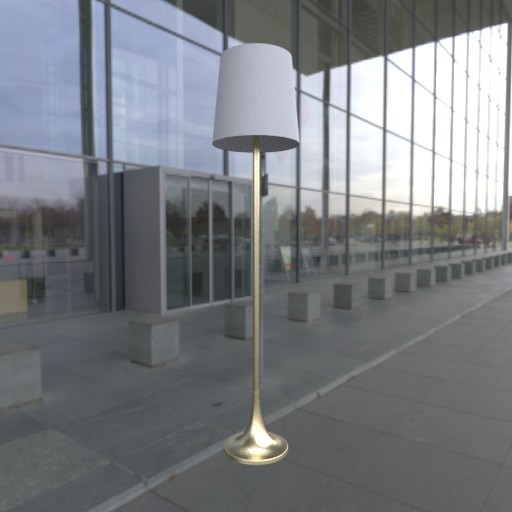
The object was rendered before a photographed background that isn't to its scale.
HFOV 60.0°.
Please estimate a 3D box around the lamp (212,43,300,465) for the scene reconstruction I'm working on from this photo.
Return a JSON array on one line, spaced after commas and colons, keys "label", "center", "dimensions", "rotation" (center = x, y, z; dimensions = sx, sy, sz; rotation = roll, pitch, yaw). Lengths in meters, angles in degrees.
[{"label": "lamp", "center": [0.000, 0.000, 1.741], "dimensions": [0.337, 1.543, 0.337], "rotation": [0, 3, 0]}]
